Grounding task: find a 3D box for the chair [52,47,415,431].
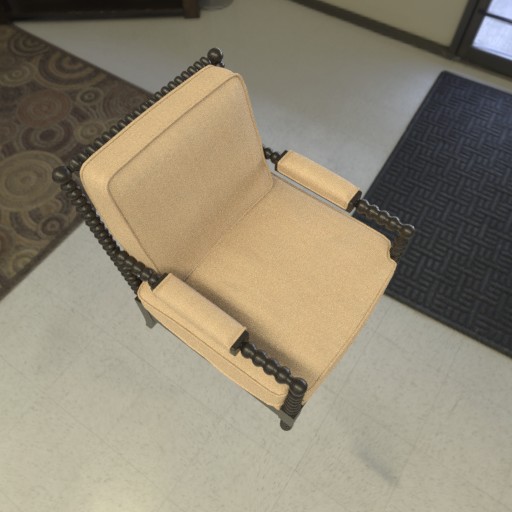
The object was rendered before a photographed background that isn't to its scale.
[{"bbox_3d":[0.000,0.000,1.184,0.657,0.703,0.555,33,65,18],"label":"chair"}]
